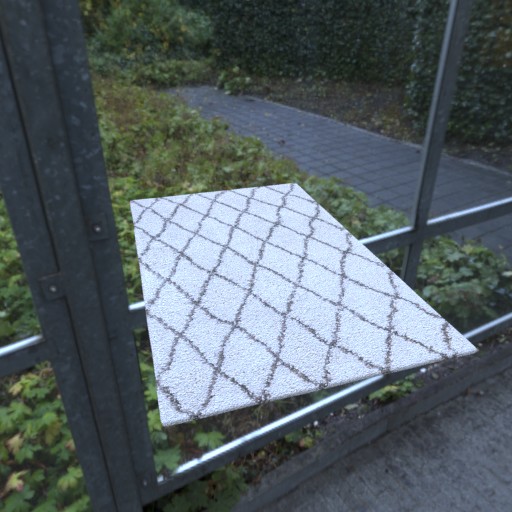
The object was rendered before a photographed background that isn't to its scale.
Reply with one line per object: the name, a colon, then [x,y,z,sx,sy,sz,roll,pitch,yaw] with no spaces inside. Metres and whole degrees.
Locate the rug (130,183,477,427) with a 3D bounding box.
rug: [0.000,0.000,2.979,1.524,0.030,2.438,-8,31,-15]
